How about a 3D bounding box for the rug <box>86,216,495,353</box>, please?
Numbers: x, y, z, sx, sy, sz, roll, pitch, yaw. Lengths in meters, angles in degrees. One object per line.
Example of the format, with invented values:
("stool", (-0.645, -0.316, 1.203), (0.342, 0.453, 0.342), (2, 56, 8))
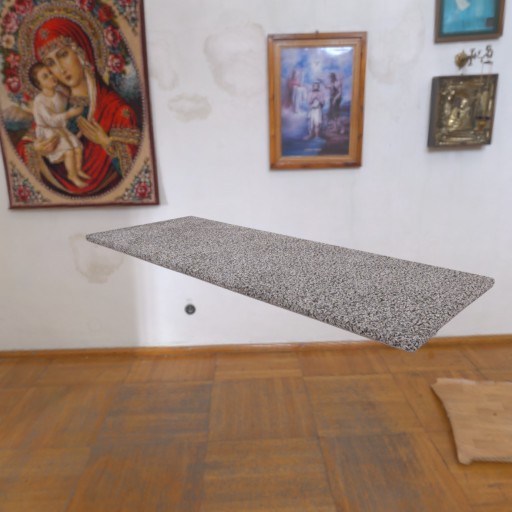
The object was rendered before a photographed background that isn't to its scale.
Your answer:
("rug", (0.000, 0.000, 1.696), (1.524, 0.030, 0.609), (15, 22, 41))
